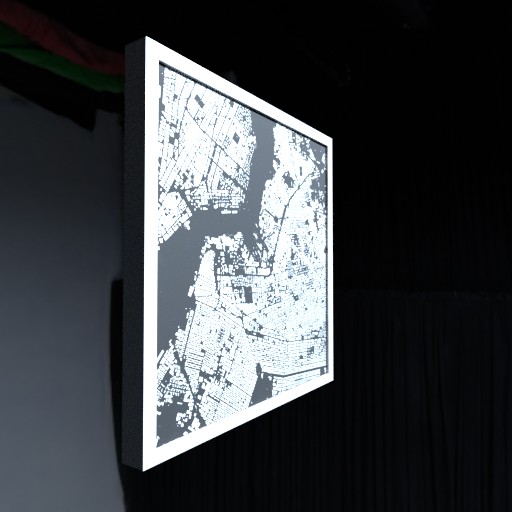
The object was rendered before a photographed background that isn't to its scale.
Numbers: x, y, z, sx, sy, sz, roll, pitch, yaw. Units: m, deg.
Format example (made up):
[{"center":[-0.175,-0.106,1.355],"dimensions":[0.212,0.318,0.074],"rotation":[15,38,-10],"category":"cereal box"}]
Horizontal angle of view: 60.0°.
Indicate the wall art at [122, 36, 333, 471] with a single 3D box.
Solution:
[{"center":[0.000,0.000,0.733],"dimensions":[0.038,0.506,0.506],"rotation":[-1,-2,35],"category":"wall art"}]
